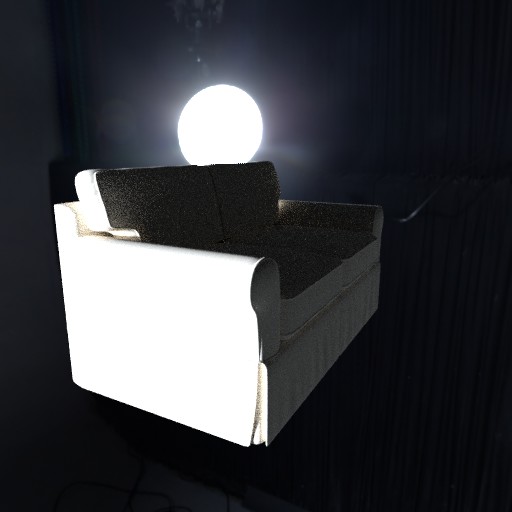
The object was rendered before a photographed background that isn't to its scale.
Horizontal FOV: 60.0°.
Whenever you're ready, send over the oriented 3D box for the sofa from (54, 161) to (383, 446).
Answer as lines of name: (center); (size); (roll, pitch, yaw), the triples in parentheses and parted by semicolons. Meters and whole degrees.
sofa: (0.000, 0.000, 2.332); (0.991, 0.940, 1.727); (7, 15, 28)
